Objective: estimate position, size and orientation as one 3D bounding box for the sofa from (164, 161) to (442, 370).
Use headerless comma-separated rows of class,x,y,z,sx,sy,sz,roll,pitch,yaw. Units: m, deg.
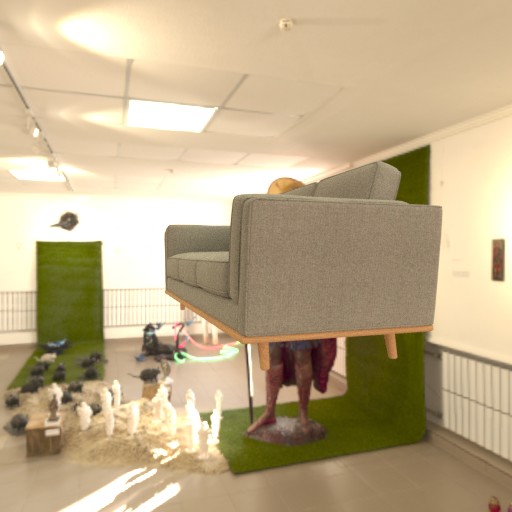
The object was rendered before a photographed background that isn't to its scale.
sofa,0.000,0.000,2.803,0.903,0.899,2.362,0,0,-19
